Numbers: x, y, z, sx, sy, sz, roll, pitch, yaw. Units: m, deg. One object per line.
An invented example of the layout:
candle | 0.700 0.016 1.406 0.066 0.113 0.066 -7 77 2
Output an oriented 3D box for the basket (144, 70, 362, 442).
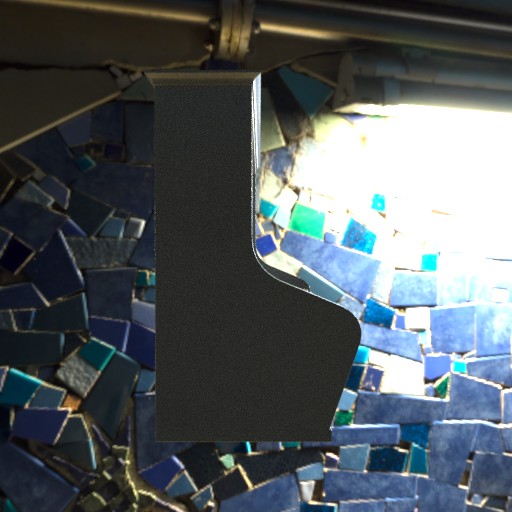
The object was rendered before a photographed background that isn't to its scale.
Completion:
basket | 0.000 0.000 1.097 0.350 0.600 0.780 0 1 0
